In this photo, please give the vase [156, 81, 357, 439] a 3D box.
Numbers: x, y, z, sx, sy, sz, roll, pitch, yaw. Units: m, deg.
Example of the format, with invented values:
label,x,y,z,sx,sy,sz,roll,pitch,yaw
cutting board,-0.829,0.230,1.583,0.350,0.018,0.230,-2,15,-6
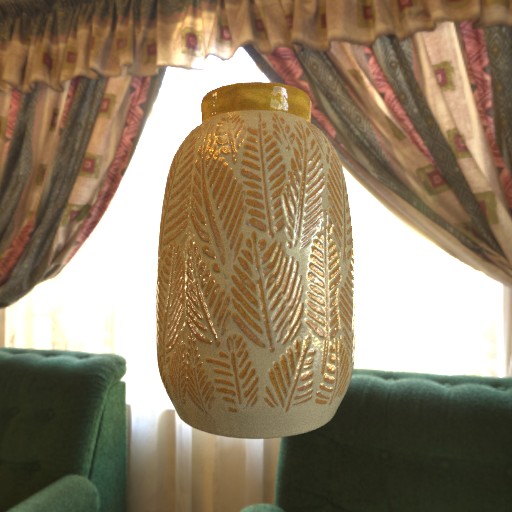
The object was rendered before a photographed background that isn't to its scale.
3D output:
label,x,y,z,sx,sy,sz,roll,pitch,yaw
vase,0.000,0.000,0.389,0.172,0.270,0.172,0,-1,0
